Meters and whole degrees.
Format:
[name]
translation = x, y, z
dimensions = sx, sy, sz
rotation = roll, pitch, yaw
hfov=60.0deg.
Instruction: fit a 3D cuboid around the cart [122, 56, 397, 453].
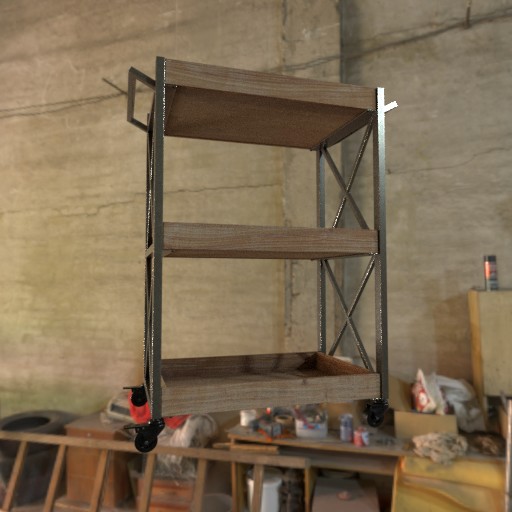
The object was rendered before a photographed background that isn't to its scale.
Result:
[cart]
translation = 0.000, 0.000, 1.187
dimensions = 0.673, 0.835, 0.377
rotation = 1, -3, -17
